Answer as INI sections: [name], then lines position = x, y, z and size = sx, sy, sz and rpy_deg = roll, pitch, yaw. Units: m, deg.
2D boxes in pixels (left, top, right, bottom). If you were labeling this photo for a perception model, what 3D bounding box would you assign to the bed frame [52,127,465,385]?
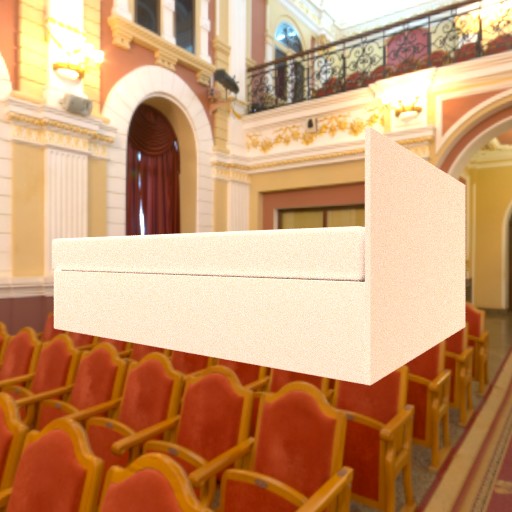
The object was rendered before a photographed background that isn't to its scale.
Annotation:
[bed frame]
position = 0.000, 0.000, 2.495
size = 1.900, 0.800, 1.400
rpy_deg = 0, 0, 36
